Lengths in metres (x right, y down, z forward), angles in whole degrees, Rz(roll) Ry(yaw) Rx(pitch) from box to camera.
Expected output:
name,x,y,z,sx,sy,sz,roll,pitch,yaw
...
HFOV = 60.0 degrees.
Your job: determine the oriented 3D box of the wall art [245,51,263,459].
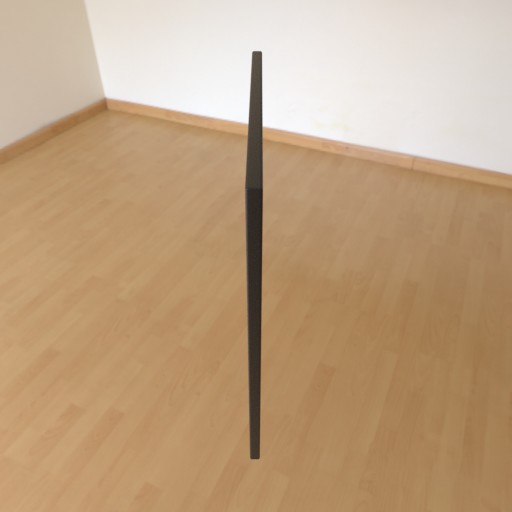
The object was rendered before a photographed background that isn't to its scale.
name,x,y,z,sx,sy,sz,roll,pitch,yaw
wall art,0.000,0.000,0.819,0.018,0.582,0.481,0,40,0
